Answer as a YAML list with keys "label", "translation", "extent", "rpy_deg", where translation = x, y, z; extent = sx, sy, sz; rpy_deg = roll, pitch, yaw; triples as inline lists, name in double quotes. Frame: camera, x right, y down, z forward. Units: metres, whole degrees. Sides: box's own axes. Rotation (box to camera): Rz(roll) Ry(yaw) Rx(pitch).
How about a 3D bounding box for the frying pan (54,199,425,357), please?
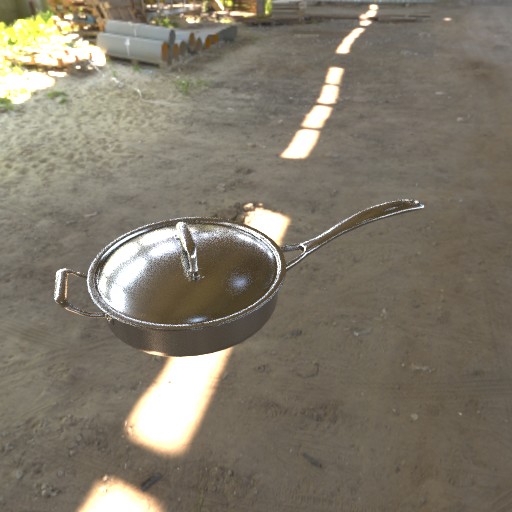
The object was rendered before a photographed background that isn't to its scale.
- label: "frying pan"
  translation: [0.000, 0.000, 0.668]
  extent: [0.561, 0.114, 0.280]
  rpy_deg: [-10, 34, -15]
